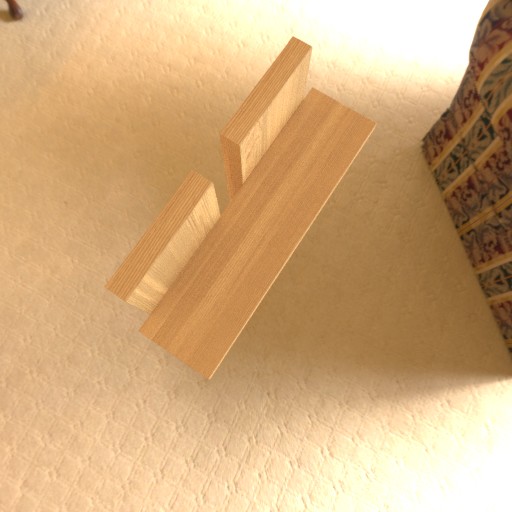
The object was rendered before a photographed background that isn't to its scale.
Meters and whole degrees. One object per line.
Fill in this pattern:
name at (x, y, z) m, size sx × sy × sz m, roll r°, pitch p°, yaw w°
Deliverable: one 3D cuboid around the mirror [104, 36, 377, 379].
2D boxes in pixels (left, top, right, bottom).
mirror at (0.000, 0.000, 1.541) m, size 0.260 × 1.250 × 0.800 m, roll 32°, pitch 78°, yaw 8°
